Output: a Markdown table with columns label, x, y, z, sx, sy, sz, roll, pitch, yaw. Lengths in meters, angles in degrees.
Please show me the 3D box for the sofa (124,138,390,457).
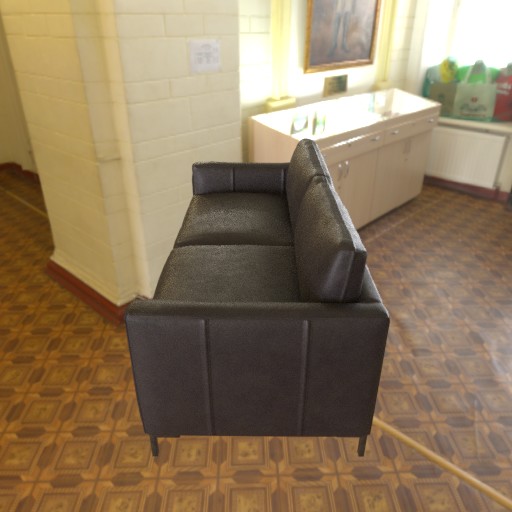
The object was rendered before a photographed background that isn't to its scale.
| label | x | y | z | sx | sy | sz | roll | pitch | yaw |
| --- | --- | --- | --- | --- | --- | --- | --- | --- | --- |
| sofa | 0.000 | 0.000 | 2.287 | 0.947 | 0.883 | 1.805 | -1 | 28 | -2 |
